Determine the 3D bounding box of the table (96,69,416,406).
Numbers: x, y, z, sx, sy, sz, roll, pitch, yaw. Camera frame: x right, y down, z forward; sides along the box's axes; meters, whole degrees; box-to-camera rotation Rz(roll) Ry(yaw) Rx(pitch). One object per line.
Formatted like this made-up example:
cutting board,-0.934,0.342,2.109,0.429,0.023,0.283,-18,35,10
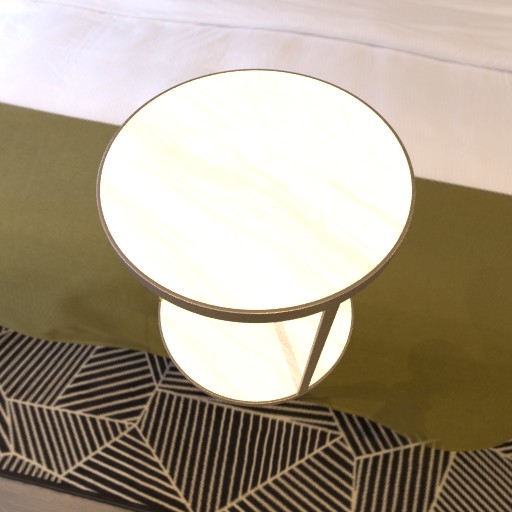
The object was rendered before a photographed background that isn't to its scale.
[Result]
table,0.000,0.000,0.832,0.445,0.479,0.445,0,59,0
